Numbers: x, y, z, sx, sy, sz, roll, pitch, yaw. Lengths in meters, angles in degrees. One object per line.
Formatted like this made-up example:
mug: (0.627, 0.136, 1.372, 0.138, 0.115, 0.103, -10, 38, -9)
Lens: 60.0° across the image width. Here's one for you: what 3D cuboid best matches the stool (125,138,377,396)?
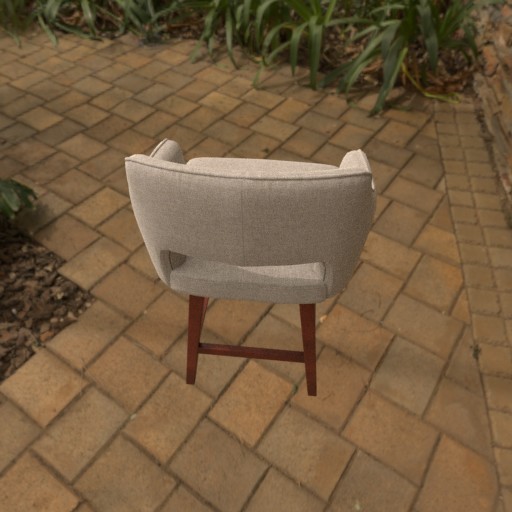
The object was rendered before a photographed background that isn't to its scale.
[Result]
stool: (0.000, 0.000, 1.310, 0.599, 0.944, 0.558, 4, 46, 4)
